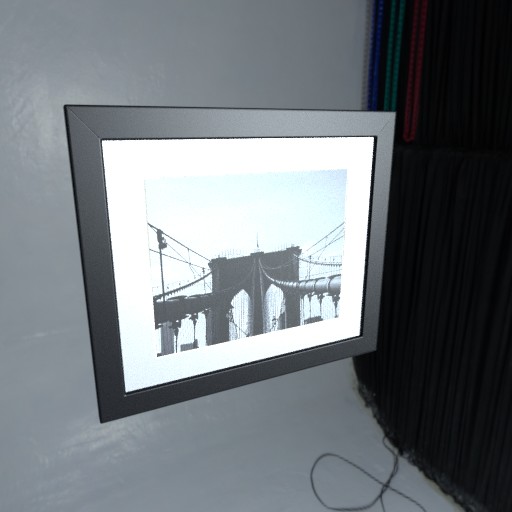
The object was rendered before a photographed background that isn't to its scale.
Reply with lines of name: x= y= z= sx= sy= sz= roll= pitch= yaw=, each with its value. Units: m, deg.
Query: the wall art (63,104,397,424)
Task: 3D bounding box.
wall art: x=0.000 y=0.000 z=0.711 sx=0.521 sy=0.450 sz=0.018 roll=-8 pitch=18 yaw=-25
